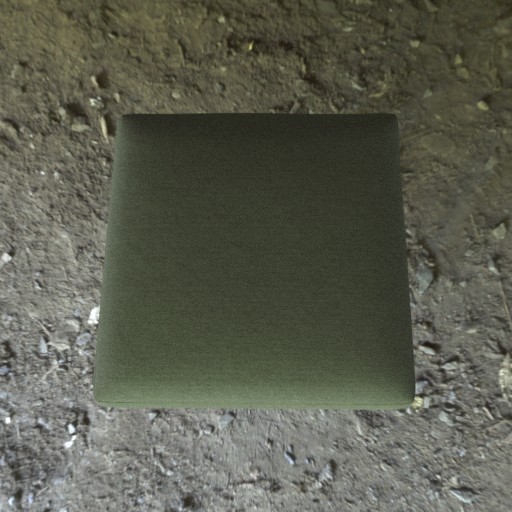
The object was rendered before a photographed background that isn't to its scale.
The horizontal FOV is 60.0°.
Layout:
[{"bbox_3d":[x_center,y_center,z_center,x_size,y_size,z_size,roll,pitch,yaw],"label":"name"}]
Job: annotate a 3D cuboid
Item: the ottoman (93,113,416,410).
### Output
[{"bbox_3d":[0.000,0.000,1.607,1.041,0.470,1.041,1,77,0],"label":"ottoman"}]
